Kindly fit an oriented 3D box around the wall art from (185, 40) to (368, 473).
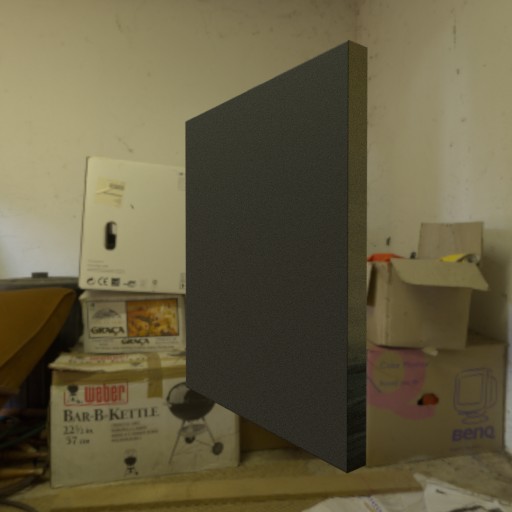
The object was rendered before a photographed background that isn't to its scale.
[{"bbox_3d":[0.000,0.000,0.830,0.040,0.608,0.489,-1,1,-36],"label":"wall art"}]
